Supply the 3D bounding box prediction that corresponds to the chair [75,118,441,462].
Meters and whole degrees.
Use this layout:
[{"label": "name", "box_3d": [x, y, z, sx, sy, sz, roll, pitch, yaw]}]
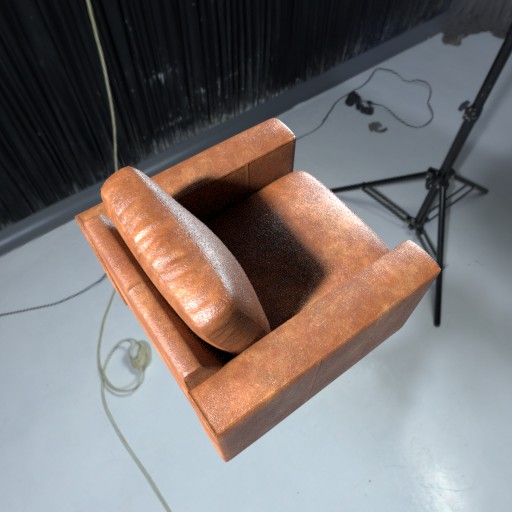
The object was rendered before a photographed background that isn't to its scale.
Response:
[{"label": "chair", "box_3d": [0.000, 0.000, 1.753, 1.016, 0.873, 1.005, -32, 63, -18]}]
